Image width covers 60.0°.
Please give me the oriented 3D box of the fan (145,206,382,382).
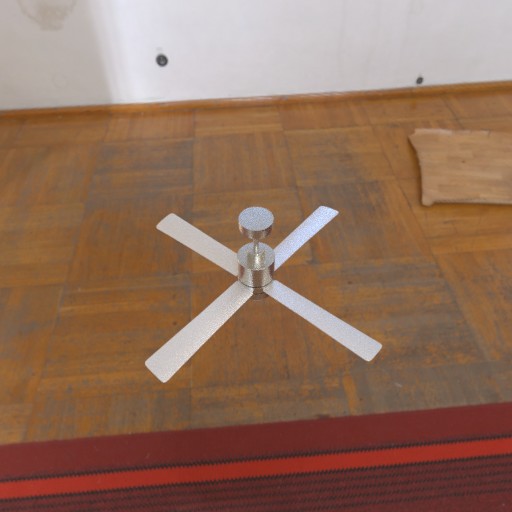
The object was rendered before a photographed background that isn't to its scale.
[{"bbox_3d":[0.000,0.000,2.358,1.525,0.539,1.525,32,55,26],"label":"fan"}]
